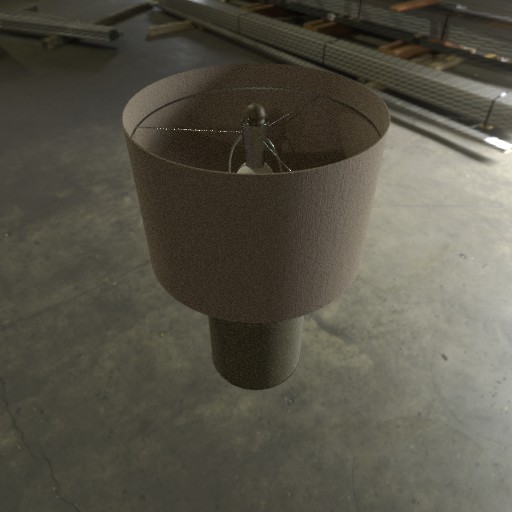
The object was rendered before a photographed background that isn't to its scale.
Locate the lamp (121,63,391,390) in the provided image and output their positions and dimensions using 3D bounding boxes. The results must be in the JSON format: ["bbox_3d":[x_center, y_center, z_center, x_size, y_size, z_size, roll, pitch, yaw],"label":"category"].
[{"bbox_3d":[0.000,0.000,0.694,0.318,0.486,0.318,0,41,0],"label":"lamp"}]
